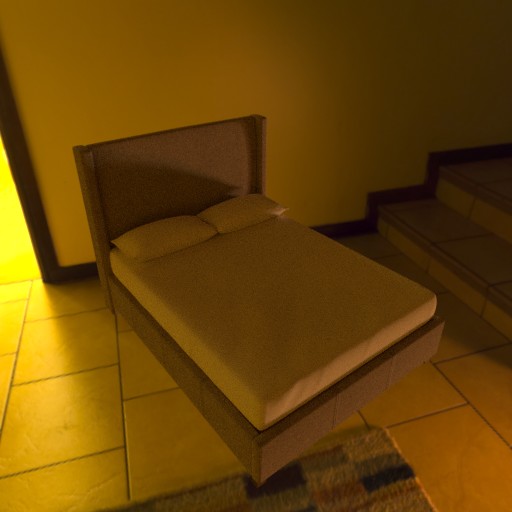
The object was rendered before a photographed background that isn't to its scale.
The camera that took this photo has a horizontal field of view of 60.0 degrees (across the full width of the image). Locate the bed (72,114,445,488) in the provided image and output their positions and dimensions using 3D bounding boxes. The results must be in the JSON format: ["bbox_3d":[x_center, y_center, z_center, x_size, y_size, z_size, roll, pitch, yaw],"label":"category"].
[{"bbox_3d":[0.000,0.000,3.329,1.714,1.481,2.245,-21,37,-32],"label":"bed"}]
